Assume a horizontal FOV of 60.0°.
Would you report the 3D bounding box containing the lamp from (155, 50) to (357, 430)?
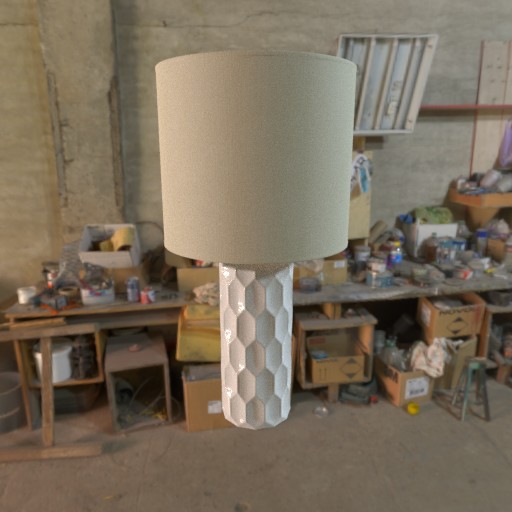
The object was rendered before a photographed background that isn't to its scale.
[{"bbox_3d":[0.000,0.000,0.687,0.277,0.537,0.277,-13,19,-43],"label":"lamp"}]
